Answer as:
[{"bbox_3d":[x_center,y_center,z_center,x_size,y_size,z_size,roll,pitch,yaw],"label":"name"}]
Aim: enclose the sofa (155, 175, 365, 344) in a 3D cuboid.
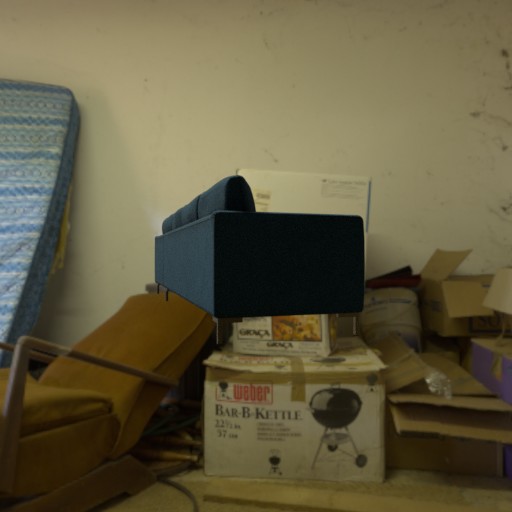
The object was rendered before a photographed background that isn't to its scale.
[{"bbox_3d":[0.000,0.000,3.587,1.350,0.810,2.932,0,0,-18],"label":"sofa"}]
